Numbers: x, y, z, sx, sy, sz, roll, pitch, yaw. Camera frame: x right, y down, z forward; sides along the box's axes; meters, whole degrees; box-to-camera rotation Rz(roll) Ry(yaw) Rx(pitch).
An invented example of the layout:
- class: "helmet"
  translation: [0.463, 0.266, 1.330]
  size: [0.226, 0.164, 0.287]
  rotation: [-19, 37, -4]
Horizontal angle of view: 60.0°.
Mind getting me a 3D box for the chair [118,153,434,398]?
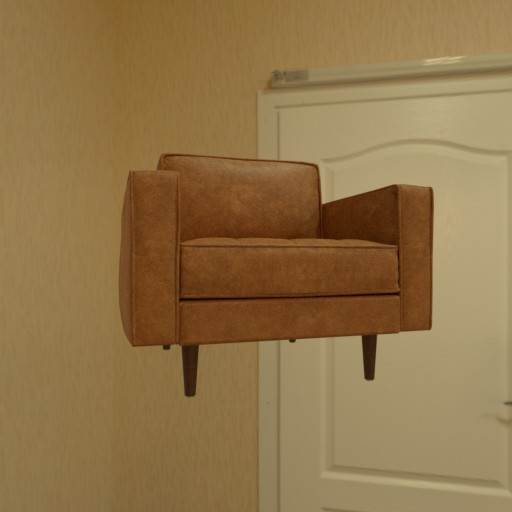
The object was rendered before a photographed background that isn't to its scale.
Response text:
- class: "chair"
  translation: [0.000, 0.000, 1.566]
  size: [0.928, 0.767, 0.798]
  rotation: [0, 0, -17]
